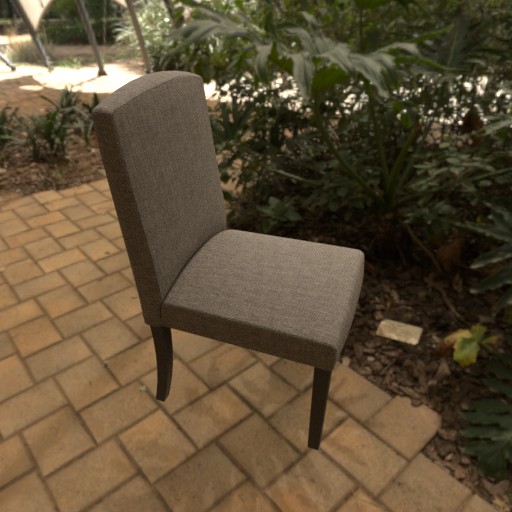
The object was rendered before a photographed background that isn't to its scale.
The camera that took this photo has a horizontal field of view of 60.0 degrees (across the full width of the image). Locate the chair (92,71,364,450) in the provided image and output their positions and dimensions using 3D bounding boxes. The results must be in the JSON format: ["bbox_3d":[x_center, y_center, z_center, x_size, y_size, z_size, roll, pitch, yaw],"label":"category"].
[{"bbox_3d":[0.000,0.000,1.228,0.580,0.917,0.451,11,33,17],"label":"chair"}]
